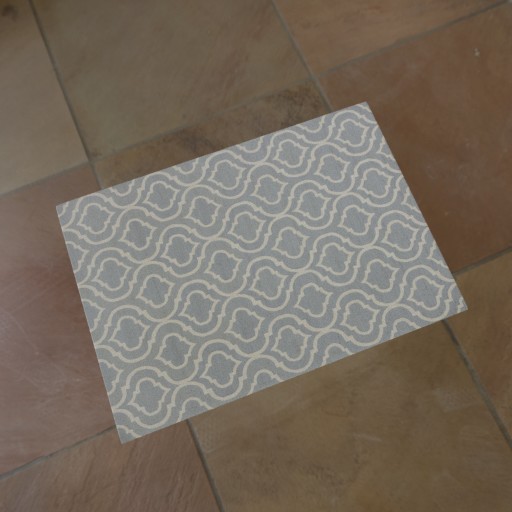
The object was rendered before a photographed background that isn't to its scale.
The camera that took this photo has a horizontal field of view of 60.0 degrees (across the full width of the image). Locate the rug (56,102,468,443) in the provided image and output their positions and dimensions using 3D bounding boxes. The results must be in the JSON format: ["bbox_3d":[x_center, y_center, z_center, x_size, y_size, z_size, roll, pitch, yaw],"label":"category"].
[{"bbox_3d":[0.000,0.000,2.638,2.080,0.010,1.451,-20,77,-5],"label":"rug"}]
